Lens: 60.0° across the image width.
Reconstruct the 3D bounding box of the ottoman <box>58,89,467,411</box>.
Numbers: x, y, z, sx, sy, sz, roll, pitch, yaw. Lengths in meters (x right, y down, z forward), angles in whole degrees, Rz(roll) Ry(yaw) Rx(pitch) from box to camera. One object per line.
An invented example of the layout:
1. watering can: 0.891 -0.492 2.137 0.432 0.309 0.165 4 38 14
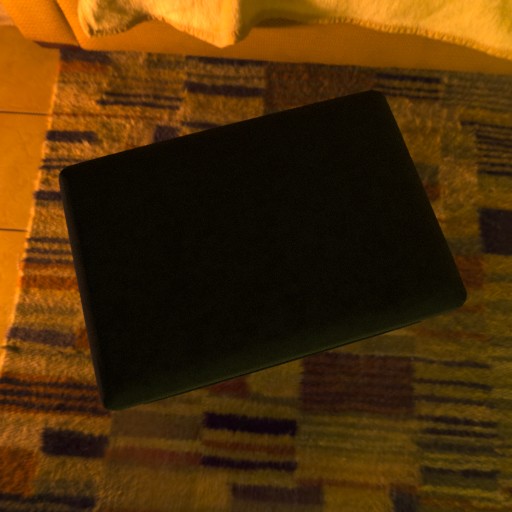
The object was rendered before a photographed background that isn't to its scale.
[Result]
1. ottoman: 0.000 0.000 1.206 0.835 0.498 0.587 -16 76 -4
